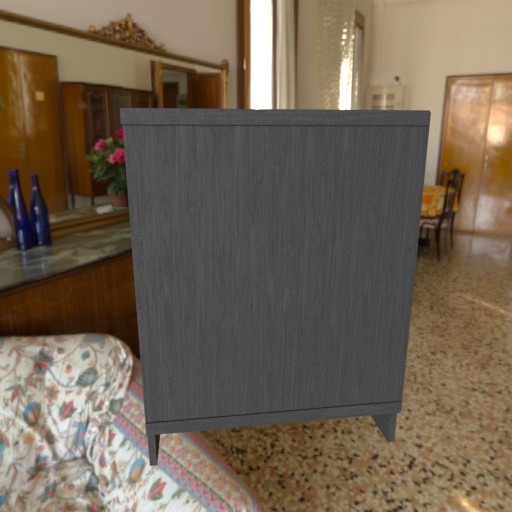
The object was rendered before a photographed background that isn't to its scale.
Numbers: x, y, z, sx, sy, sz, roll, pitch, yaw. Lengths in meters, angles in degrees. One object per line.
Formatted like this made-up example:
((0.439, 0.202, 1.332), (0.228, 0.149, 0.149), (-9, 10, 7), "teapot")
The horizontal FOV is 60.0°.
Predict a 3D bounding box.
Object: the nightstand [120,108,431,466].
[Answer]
((0.000, 0.000, 0.747), (0.347, 0.448, 0.427), (-2, 15, -8), "nightstand")
